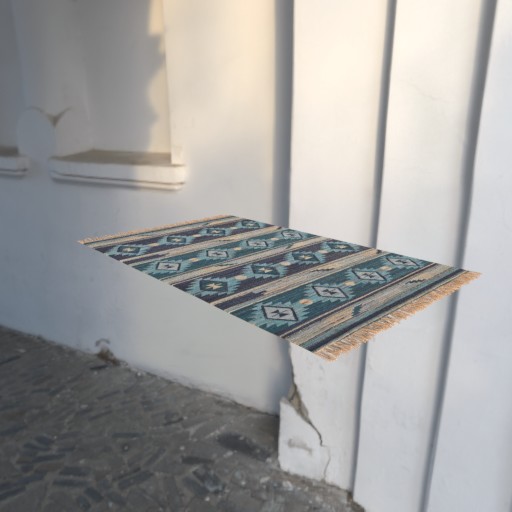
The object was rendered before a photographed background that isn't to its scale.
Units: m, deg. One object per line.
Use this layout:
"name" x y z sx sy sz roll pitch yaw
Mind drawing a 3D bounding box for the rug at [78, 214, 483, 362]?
"rug" 0.000 0.000 2.412 1.181 0.028 1.936 -15 23 -41
